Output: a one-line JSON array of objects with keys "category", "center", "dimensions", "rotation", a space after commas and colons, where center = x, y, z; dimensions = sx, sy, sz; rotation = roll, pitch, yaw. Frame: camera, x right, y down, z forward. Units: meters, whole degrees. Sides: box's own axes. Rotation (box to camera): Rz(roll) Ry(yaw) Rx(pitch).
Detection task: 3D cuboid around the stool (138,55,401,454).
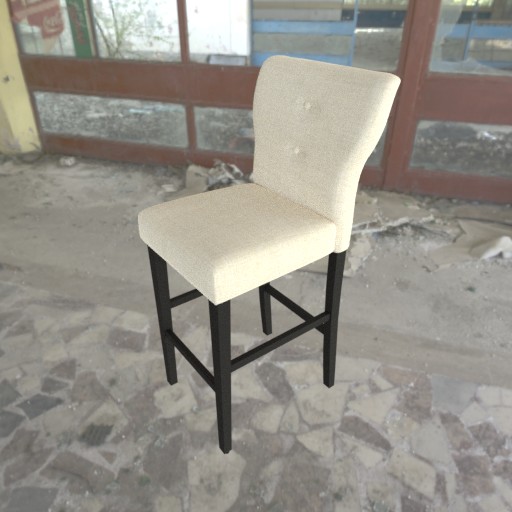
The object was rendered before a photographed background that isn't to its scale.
[{"category": "stool", "center": [0.000, 0.000, 1.442], "dimensions": [0.603, 1.124, 0.516], "rotation": [-21, 37, -31]}]
